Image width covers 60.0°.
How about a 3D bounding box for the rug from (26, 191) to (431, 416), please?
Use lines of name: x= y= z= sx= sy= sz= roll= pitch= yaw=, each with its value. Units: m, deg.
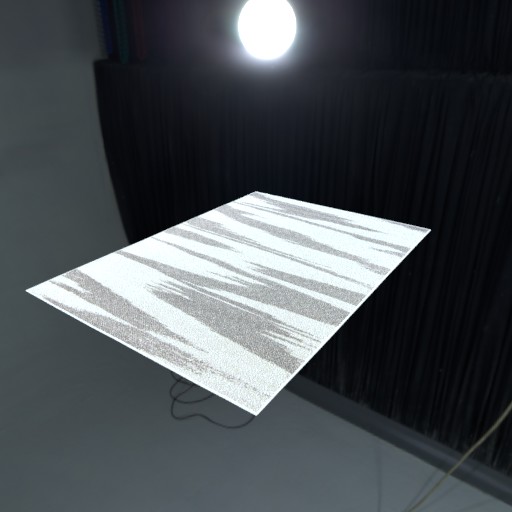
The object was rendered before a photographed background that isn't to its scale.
rug: x=0.000 y=0.000 z=2.767 sx=1.533 sy=0.010 sz=2.142 roll=17 pitch=31 yaw=32
